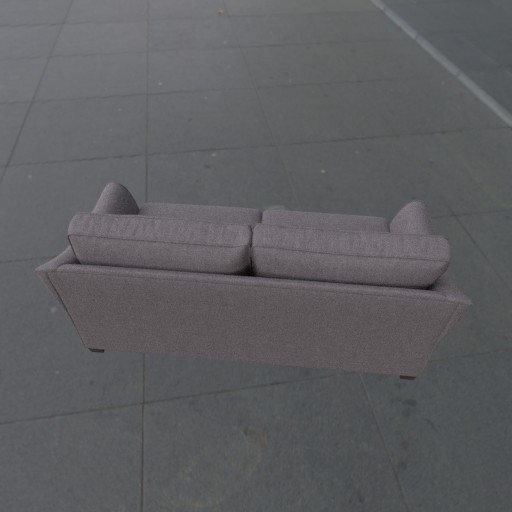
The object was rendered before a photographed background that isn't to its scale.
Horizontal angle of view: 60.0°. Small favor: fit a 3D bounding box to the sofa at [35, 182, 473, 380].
[{"bbox_3d":[0.000,0.000,2.746,2.203,0.976,1.013,4,46,4],"label":"sofa"}]
